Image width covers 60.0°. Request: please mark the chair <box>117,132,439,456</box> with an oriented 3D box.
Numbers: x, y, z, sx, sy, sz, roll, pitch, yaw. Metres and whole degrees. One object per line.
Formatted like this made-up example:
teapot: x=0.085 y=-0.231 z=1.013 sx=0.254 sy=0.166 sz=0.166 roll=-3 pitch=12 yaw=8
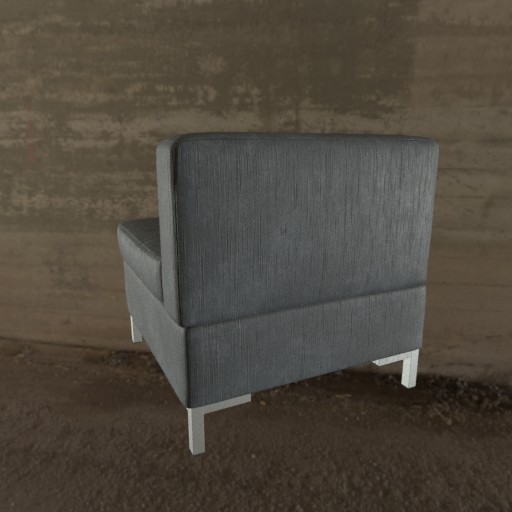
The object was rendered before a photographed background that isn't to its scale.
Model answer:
chair: x=0.000 y=0.000 z=1.258 sx=0.680 sy=0.660 sz=0.680 roll=-7 pitch=15 yaw=-25
